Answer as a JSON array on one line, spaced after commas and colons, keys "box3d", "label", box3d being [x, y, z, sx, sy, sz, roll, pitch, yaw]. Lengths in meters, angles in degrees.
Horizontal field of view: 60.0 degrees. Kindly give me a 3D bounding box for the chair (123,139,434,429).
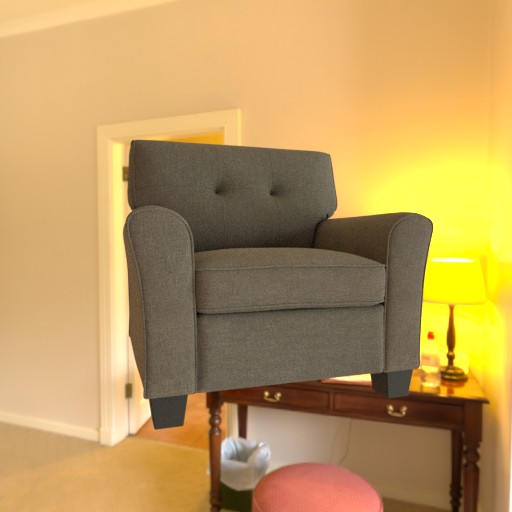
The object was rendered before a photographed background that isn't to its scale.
[{"box3d": [0.000, 0.000, 1.623, 0.941, 0.890, 0.816, -1, 3, -18], "label": "chair"}]
